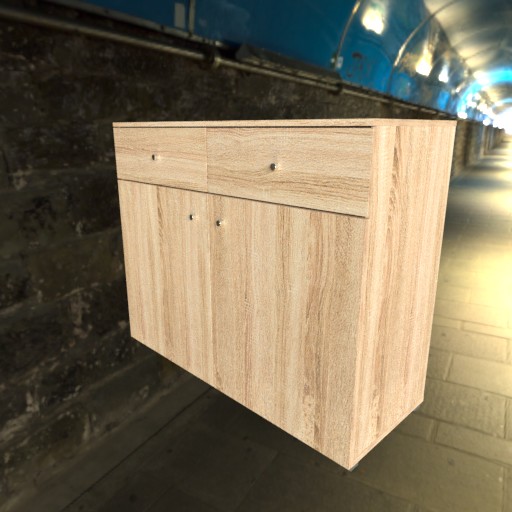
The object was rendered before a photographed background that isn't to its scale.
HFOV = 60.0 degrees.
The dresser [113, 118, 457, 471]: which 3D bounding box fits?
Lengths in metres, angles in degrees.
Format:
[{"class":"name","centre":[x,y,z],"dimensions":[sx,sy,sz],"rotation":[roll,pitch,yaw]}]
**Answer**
[{"class":"dresser","centre":[0.000,0.000,1.553],"dimensions":[1.100,0.900,0.450],"rotation":[15,22,43]}]
